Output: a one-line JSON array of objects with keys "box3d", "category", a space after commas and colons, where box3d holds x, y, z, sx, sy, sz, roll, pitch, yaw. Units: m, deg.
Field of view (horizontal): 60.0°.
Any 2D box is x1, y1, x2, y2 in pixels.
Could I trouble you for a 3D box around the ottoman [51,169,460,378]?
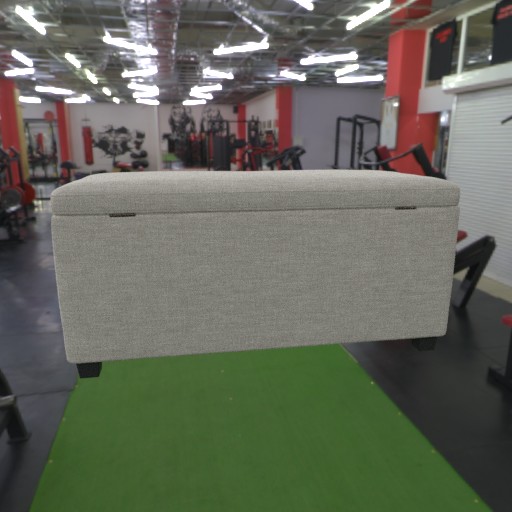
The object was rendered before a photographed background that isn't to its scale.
[{"box3d": [0.000, 0.000, 1.156, 0.902, 0.432, 0.419, -2, 14, -9], "category": "ottoman"}]
